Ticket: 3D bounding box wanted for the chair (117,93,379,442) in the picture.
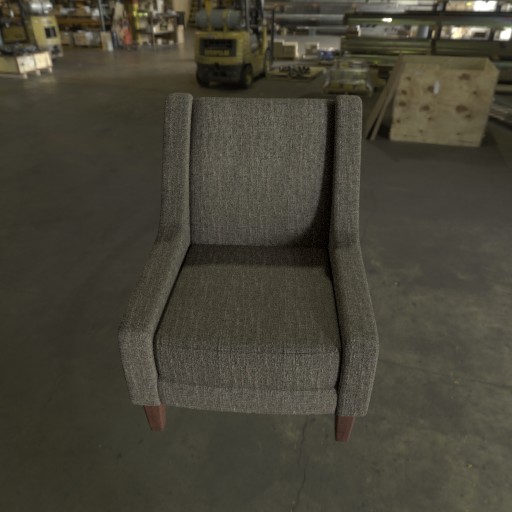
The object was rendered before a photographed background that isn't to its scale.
[{"bbox_3d":[0.000,0.000,1.680,0.793,1.012,0.944,2,31,3],"label":"chair"}]
